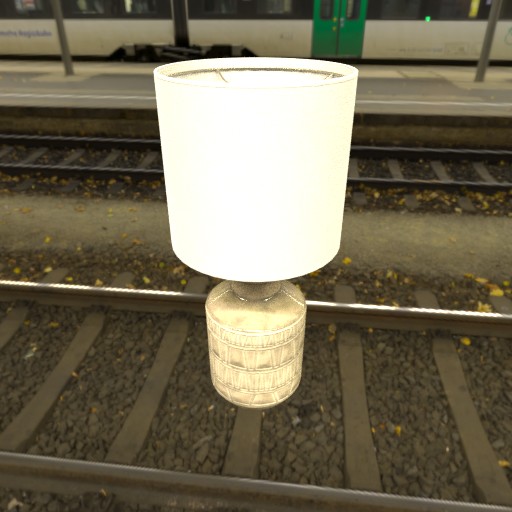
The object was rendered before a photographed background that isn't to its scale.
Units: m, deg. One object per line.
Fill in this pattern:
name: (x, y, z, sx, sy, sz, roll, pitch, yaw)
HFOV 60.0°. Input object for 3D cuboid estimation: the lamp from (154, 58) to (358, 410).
lamp: (0.000, 0.000, 0.579, 0.211, 0.455, 0.211, -7, 30, -13)
